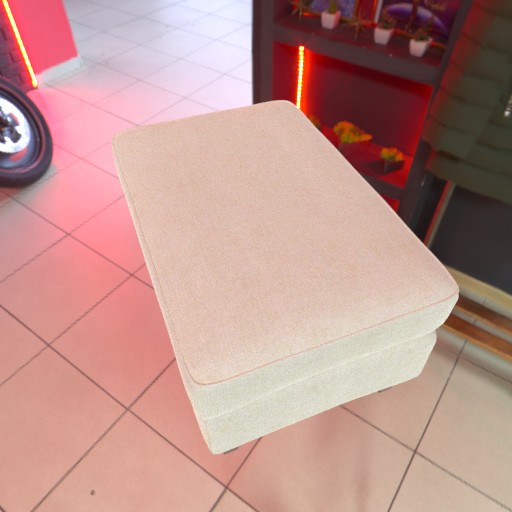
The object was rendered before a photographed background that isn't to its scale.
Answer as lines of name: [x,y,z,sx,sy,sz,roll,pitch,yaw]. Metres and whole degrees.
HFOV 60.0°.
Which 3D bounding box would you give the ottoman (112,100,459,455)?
ottoman: [0.000,0.000,1.221,0.583,0.484,0.862,-17,49,-15]
